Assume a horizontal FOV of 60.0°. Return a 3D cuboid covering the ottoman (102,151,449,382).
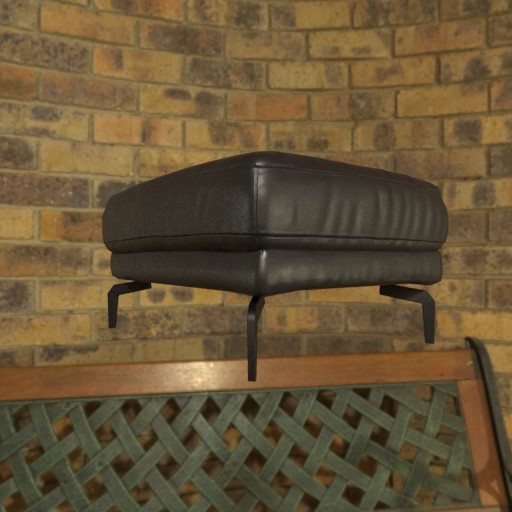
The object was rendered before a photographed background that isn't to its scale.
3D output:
[{"bbox_3d":[0.000,0.000,1.129,0.570,0.402,0.764,0,0,-37],"label":"ottoman"}]
